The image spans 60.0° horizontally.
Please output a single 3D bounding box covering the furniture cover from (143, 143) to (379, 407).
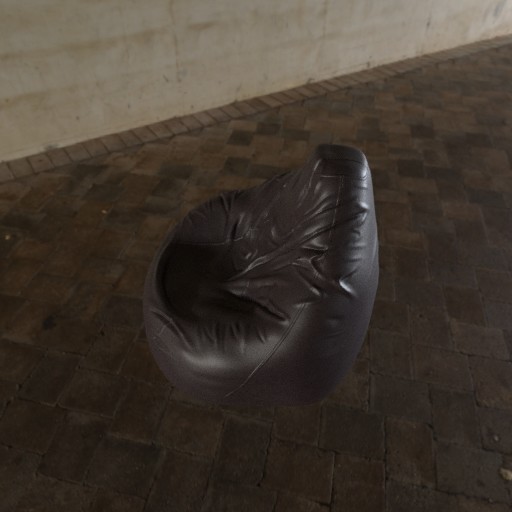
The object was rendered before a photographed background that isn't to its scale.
[{"bbox_3d":[0.000,0.000,1.955,1.070,0.990,1.070,-1,41,-1],"label":"furniture cover"}]
